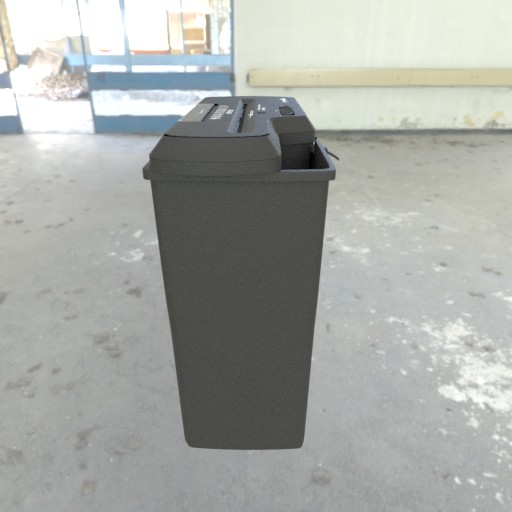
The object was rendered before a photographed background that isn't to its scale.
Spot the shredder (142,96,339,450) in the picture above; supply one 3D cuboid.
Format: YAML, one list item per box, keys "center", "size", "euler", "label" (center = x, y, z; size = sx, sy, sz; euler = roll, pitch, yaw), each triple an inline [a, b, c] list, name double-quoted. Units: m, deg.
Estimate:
- center: [0.000, 0.000, 0.519]
  size: [0.170, 0.335, 0.320]
  euler: [0, 25, 1]
  label: "shredder"
